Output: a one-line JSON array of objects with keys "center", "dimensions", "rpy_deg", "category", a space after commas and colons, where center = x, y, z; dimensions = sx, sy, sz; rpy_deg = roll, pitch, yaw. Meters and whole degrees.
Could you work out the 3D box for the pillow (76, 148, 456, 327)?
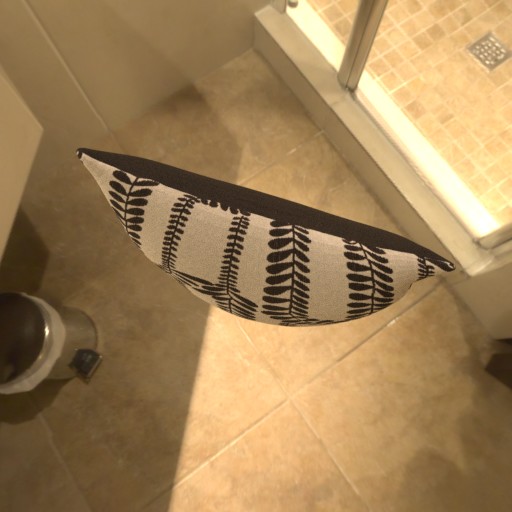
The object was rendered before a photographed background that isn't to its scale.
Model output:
[{"center": [0.000, 0.000, 0.682], "dimensions": [0.440, 0.441, 0.182], "rpy_deg": [17, 77, 4], "category": "pillow"}]
